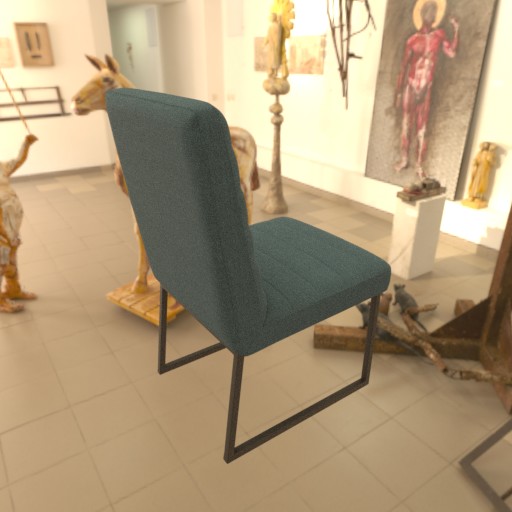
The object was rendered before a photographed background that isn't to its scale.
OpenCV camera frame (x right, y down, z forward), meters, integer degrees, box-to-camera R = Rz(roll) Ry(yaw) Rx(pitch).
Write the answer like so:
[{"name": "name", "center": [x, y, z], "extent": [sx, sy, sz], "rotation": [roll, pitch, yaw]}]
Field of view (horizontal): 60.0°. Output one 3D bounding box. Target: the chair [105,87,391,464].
[{"name": "chair", "center": [0.000, 0.000, 1.306], "extent": [0.634, 0.930, 0.520], "rotation": [-16, 29, -31]}]
